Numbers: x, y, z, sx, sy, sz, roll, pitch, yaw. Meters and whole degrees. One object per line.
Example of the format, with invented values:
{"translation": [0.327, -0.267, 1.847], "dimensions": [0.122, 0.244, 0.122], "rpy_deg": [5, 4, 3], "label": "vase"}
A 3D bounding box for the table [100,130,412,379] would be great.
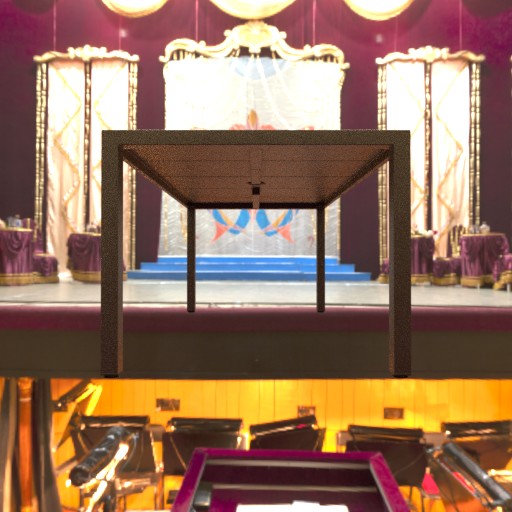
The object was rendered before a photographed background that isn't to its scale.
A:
{"translation": [0.000, 0.000, 2.141], "dimensions": [0.914, 0.735, 1.680], "rpy_deg": [0, -1, 0], "label": "table"}
